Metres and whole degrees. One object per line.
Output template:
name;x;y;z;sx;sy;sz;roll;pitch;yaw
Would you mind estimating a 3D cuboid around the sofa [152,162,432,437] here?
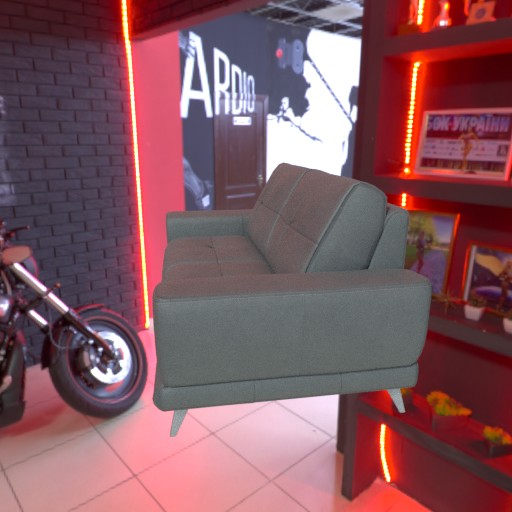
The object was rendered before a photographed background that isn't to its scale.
sofa;0.000;0.000;2.362;1.018;0.907;1.806;-3;15;-9
